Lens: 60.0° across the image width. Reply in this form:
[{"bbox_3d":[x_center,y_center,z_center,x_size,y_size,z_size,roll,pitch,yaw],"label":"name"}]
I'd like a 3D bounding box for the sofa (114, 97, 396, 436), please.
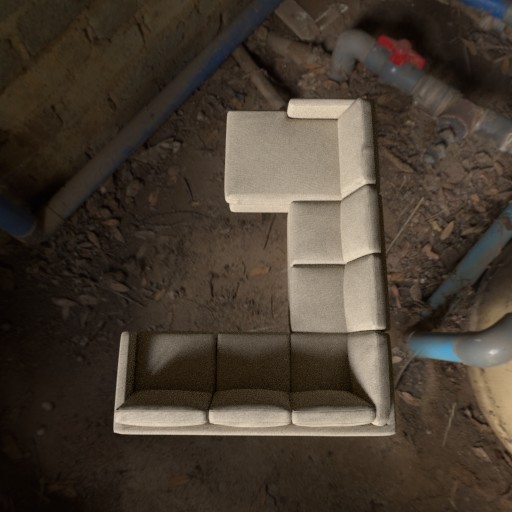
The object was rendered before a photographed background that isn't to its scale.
[{"bbox_3d":[0.000,0.000,4.636,2.593,0.959,3.460,0,76,0],"label":"sofa"}]
